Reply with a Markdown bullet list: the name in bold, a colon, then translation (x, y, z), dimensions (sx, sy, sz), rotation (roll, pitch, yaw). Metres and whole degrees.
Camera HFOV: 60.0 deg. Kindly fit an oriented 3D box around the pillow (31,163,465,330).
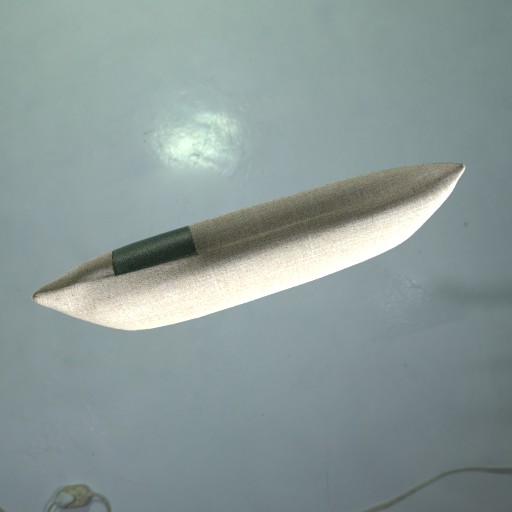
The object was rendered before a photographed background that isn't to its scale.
- **pillow**: translation (0.000, 0.000, 1.040), dimensions (0.859, 0.429, 0.197), rotation (-17, 75, -5)
